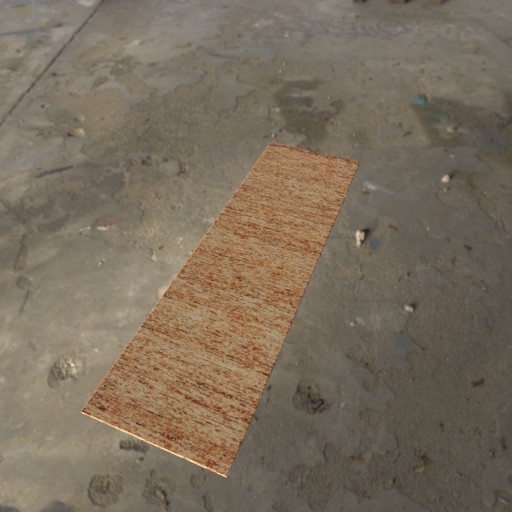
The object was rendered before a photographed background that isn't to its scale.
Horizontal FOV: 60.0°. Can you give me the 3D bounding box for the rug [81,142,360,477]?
[{"bbox_3d":[0.000,0.000,2.488,0.680,0.014,2.237,16,49,15],"label":"rug"}]
